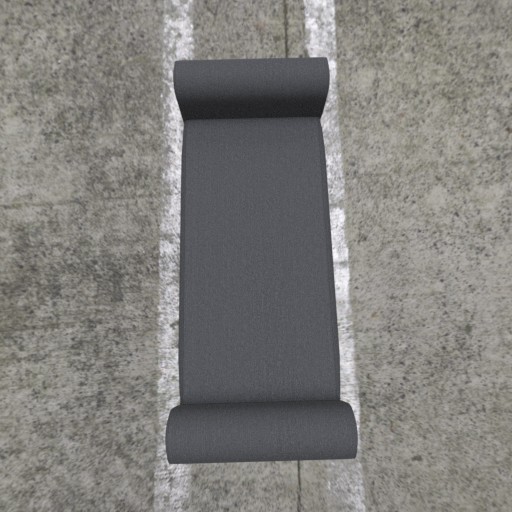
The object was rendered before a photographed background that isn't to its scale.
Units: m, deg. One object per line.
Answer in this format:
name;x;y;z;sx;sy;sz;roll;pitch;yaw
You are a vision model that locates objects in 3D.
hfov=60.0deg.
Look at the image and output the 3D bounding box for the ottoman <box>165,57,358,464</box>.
ottoman;0.000;0.000;1.558;0.521;0.547;1.256;-1;76;0
